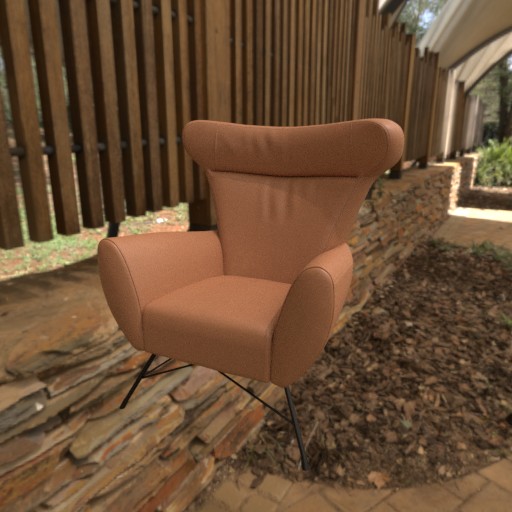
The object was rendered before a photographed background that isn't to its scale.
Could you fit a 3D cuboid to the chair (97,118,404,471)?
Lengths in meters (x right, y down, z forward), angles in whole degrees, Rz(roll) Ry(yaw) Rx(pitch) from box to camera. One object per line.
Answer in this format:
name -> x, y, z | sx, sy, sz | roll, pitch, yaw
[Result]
chair -> 0.000, 0.000, 1.764 | 0.980, 1.050, 0.900 | 7, 18, 24
